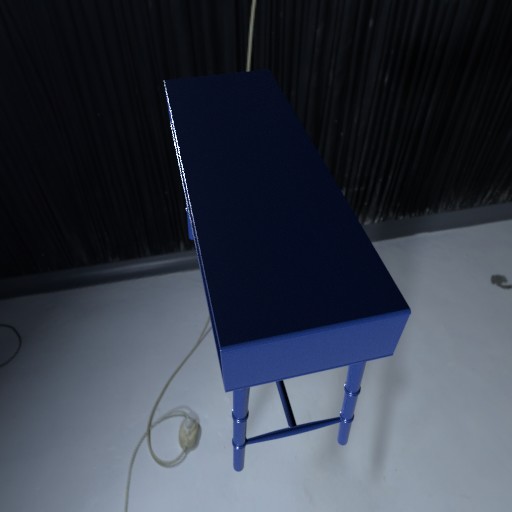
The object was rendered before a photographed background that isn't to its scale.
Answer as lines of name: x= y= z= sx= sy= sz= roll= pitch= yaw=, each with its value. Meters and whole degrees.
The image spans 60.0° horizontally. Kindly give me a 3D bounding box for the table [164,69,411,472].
table: x=0.000 y=0.000 z=1.484 sx=0.399 sy=0.749 sz=1.118 roll=-10 pitch=47 yaw=-9
